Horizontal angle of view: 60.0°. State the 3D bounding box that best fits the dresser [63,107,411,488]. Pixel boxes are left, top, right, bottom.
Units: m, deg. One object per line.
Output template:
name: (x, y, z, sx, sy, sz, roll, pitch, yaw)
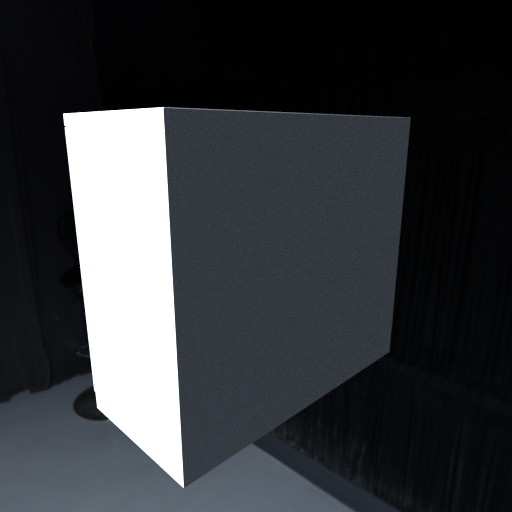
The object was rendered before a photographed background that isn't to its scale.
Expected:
dresser: (0.000, 0.000, 1.230, 0.830, 0.740, 0.420, -15, 22, -43)
